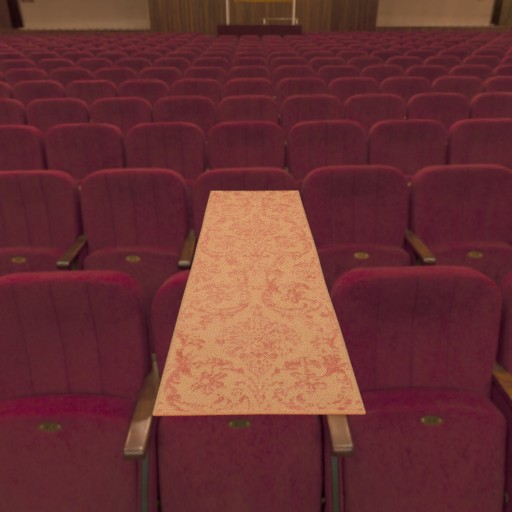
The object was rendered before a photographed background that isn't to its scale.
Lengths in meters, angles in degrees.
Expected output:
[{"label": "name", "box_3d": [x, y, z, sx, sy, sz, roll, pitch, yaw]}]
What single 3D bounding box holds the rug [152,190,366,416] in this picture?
[{"label": "rug", "box_3d": [0.000, 0.000, 2.351, 0.662, 0.011, 2.196, 0, 26, 0]}]
